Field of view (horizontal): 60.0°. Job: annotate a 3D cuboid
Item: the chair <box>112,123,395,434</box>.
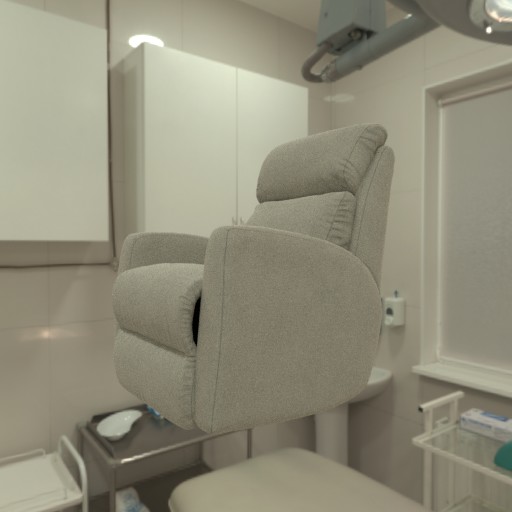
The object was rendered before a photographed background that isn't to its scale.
[{"bbox_3d":[0.000,0.000,1.703,0.940,1.021,0.794,-1,2,-37],"label":"chair"}]
